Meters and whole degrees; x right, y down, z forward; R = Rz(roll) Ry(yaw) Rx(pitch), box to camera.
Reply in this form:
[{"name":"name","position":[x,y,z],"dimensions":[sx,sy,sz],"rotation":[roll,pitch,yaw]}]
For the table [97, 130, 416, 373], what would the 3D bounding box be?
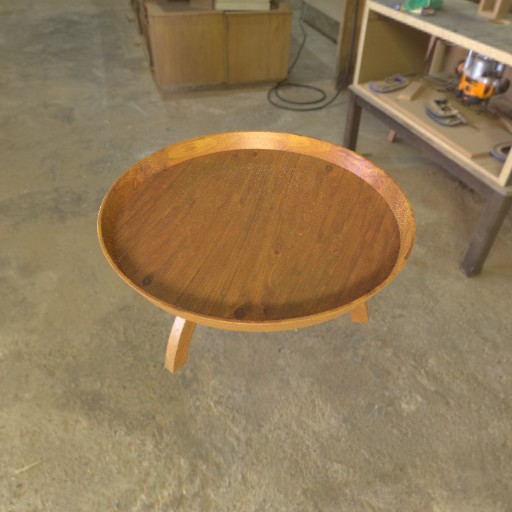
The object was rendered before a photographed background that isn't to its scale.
[{"name":"table","position":[0.000,0.000,1.587],"dimensions":[1.016,0.470,1.016],"rotation":[0,42,0]}]
